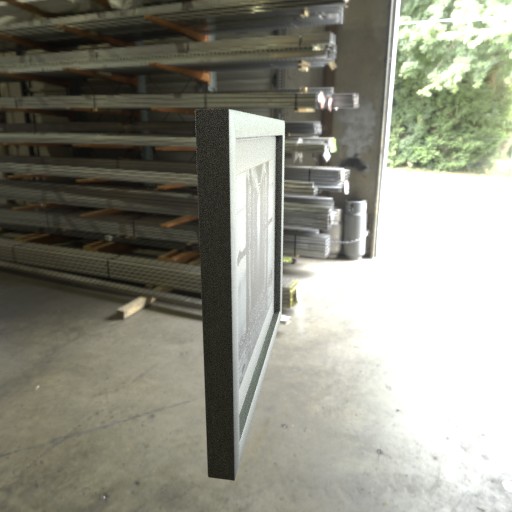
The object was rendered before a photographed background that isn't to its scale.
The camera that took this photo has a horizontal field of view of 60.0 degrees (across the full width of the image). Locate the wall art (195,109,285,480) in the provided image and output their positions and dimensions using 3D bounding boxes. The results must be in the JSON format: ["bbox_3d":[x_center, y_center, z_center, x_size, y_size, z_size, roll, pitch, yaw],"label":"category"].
[{"bbox_3d":[0.000,0.000,0.551,0.028,0.330,0.380,3,16,9],"label":"wall art"}]
